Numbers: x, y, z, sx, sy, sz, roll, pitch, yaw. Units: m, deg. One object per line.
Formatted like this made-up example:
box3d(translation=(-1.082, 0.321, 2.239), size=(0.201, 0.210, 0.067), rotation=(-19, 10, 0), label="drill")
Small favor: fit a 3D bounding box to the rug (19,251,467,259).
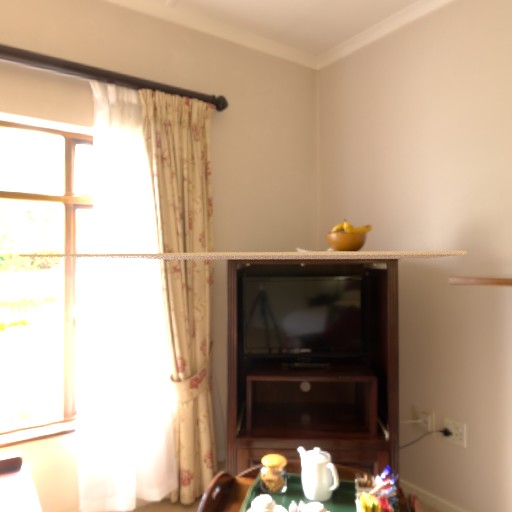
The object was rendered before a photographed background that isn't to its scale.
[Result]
box3d(translation=(0.000, 0.000, 3.095), size=(2.438, 0.026, 1.706), rotation=(0, -1, 16), label="rug")
